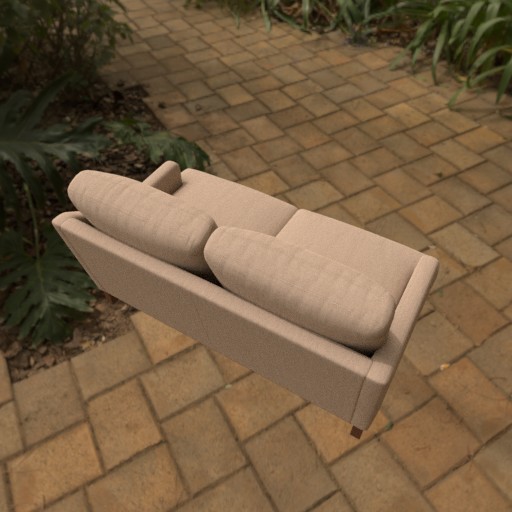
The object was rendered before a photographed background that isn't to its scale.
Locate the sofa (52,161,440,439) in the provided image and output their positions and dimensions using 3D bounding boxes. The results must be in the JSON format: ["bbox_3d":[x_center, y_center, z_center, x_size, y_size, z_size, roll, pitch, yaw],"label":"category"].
[{"bbox_3d":[0.000,0.000,2.203,1.619,0.910,1.004,23,50,21],"label":"sofa"}]
